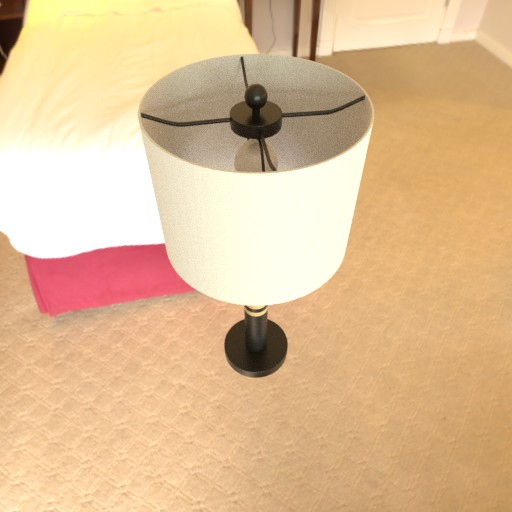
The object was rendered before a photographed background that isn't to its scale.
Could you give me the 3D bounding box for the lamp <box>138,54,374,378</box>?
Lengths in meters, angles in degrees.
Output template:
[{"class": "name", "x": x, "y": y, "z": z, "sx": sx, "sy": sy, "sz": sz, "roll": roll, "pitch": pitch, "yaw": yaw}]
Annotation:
[{"class": "lamp", "x": 0.000, "y": 0.000, "z": 0.797, "sx": 0.305, "sy": 0.640, "sz": 0.305, "roll": 31, "pitch": 54, "yaw": 25}]
